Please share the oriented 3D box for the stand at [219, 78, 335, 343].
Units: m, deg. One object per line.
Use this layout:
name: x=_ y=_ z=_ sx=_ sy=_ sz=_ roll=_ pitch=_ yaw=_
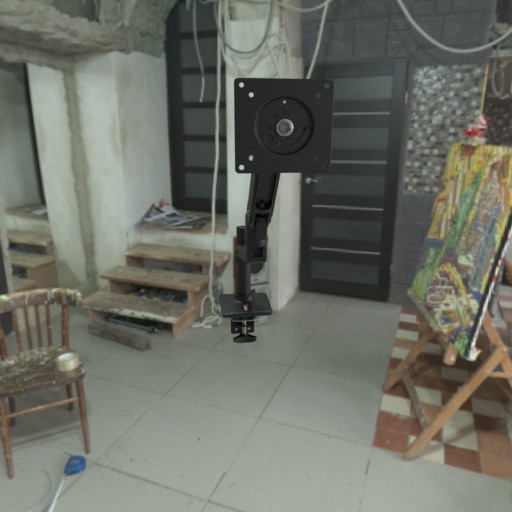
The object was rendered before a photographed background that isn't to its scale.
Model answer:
stand: x=0.000 y=0.000 z=1.043 sx=0.152 sy=0.713 sz=0.650 roll=-2 pitch=16 yaw=-8
